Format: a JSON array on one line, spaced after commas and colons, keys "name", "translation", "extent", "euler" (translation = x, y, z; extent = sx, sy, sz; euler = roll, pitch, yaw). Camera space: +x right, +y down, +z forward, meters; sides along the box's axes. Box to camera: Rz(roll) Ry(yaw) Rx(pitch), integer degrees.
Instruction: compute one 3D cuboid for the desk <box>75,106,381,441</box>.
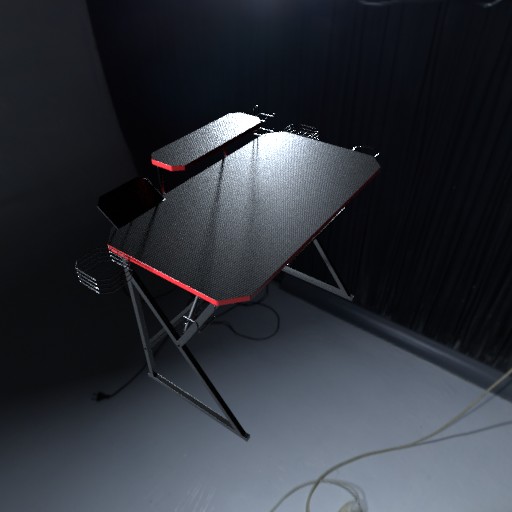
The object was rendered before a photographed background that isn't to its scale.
[{"name": "desk", "translation": [0.000, 0.000, 1.785], "extent": [0.588, 0.913, 1.280], "euler": [24, 45, 26]}]
